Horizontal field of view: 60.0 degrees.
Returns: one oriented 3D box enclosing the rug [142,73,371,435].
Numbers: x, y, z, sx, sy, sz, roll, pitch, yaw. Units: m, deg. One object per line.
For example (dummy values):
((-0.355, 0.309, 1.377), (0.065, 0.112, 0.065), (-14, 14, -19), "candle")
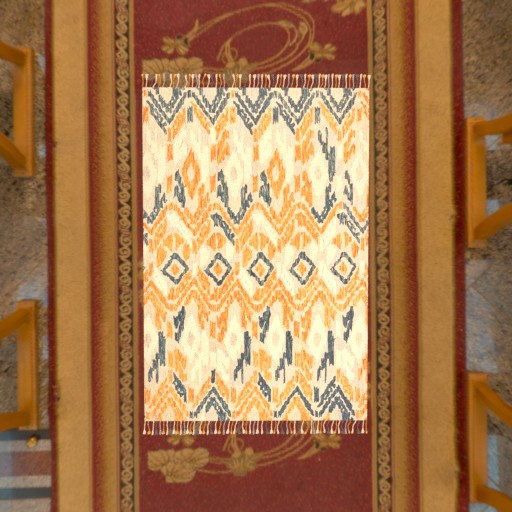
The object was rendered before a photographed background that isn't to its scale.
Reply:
((0.000, 0.000, 2.980), (1.533, 0.010, 2.428), (0, 92, -1), "rug")
